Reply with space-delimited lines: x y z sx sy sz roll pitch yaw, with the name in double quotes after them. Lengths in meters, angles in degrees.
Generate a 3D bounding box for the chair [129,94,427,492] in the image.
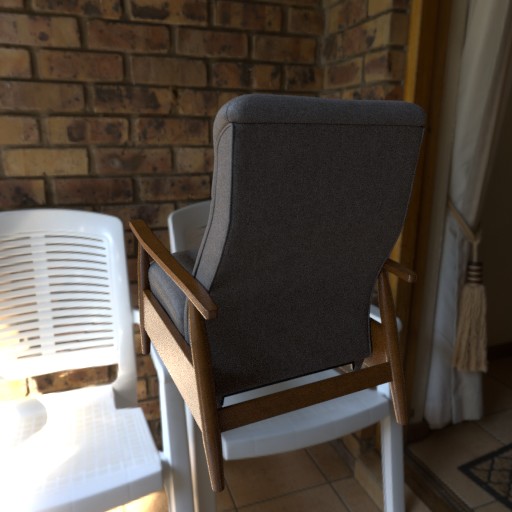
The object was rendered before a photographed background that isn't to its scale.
0.000 0.000 1.703 0.762 1.081 1.014 -7 16 -25 "chair"
